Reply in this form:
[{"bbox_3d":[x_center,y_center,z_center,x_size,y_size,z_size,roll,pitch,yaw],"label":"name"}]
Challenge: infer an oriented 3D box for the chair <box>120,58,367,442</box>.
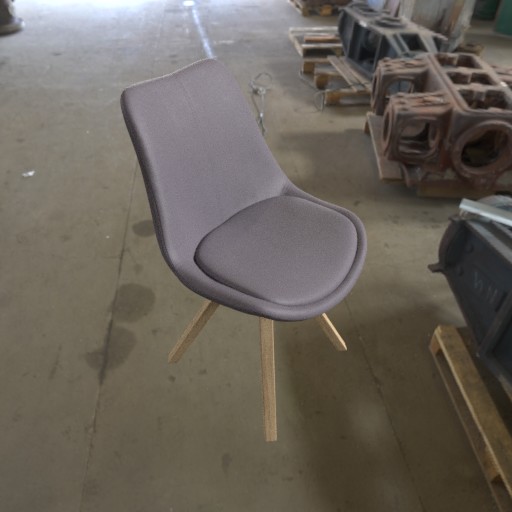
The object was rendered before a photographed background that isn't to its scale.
[{"bbox_3d":[0.000,0.000,1.194,0.547,0.865,0.483,27,48,28],"label":"chair"}]
